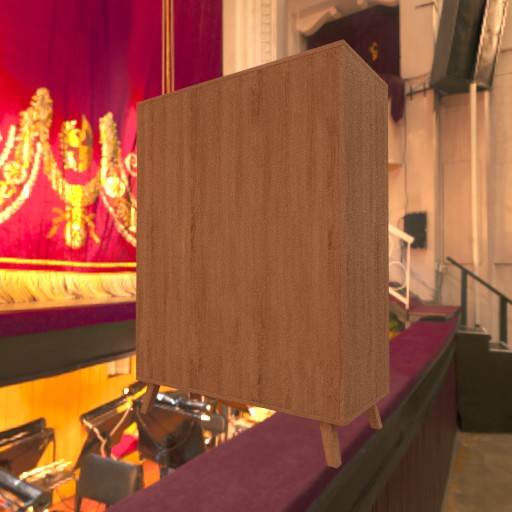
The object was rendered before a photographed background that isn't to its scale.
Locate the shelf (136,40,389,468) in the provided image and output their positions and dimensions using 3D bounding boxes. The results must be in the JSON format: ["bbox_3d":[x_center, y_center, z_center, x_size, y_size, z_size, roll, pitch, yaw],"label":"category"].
[{"bbox_3d":[0.000,0.000,1.895,1.000,1.390,0.450,-1,-1,35],"label":"shelf"}]
